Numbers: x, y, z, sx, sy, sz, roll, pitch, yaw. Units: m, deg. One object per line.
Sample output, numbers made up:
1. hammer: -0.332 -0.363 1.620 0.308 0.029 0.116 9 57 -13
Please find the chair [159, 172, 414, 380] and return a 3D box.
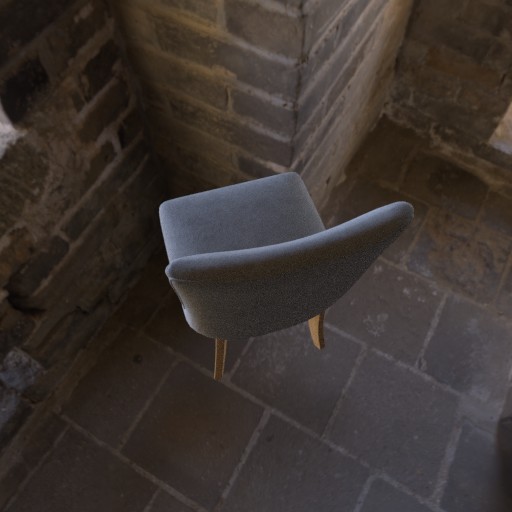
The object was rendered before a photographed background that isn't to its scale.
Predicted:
1. chair: 0.000 0.000 1.291 0.495 0.902 0.610 -15 60 -9
